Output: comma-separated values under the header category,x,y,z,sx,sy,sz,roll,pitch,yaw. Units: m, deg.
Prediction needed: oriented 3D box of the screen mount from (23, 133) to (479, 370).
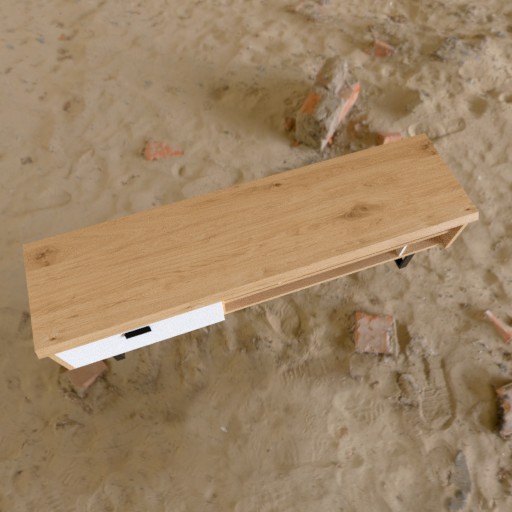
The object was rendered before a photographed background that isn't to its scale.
category,x,y,z,sx,sy,sz,roll,pitch,yaw
screen mount,0.000,0.000,1.884,1.700,0.430,0.450,-17,64,-9
